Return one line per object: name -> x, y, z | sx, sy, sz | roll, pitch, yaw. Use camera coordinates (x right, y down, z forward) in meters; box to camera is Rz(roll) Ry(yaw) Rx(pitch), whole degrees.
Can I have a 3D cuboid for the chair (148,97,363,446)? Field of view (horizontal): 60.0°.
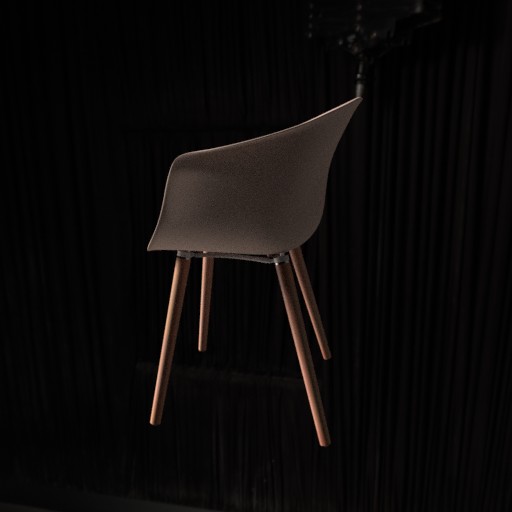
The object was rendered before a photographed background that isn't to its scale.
chair -> 0.000, 0.000, 1.173 | 0.504, 0.781, 0.593 | 2, 14, 9
